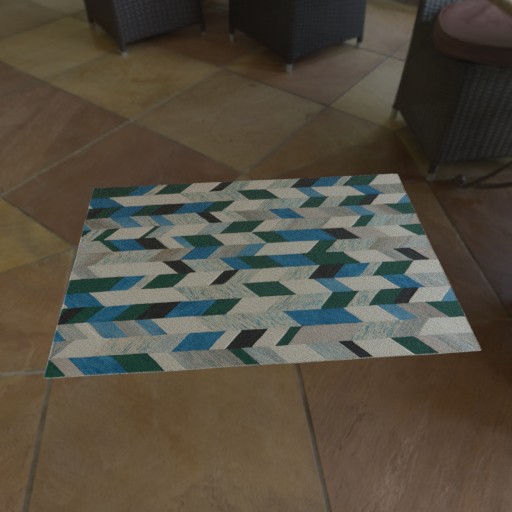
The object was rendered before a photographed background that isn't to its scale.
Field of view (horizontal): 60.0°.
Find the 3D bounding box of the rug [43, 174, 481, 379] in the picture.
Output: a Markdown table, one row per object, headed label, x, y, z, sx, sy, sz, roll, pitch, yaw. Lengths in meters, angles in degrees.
| label | x | y | z | sx | sy | sz | roll | pitch | yaw |
| --- | --- | --- | --- | --- | --- | --- | --- | --- | --- |
| rug | 0.000 | 0.000 | 2.246 | 1.827 | 0.005 | 1.229 | -3 | 48 | -3 |
